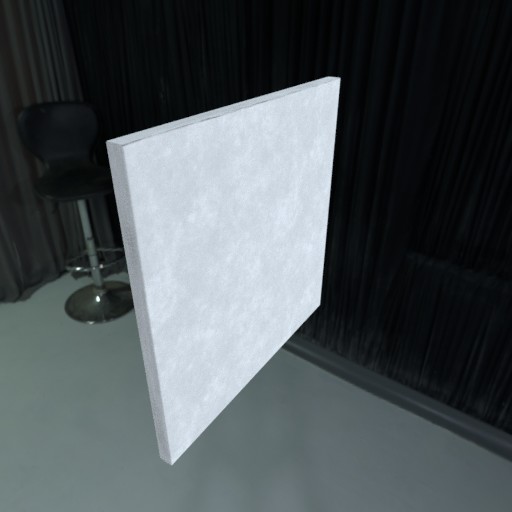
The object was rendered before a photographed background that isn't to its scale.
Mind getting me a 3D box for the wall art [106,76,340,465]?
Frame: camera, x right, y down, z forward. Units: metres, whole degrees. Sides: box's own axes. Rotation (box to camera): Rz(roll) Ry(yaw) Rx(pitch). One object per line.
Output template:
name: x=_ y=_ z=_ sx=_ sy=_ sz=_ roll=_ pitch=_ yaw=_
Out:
wall art: x=0.000 y=0.000 z=0.449 sx=0.015 sy=0.303 sz=0.303 roll=19 pitch=35 yaw=29
